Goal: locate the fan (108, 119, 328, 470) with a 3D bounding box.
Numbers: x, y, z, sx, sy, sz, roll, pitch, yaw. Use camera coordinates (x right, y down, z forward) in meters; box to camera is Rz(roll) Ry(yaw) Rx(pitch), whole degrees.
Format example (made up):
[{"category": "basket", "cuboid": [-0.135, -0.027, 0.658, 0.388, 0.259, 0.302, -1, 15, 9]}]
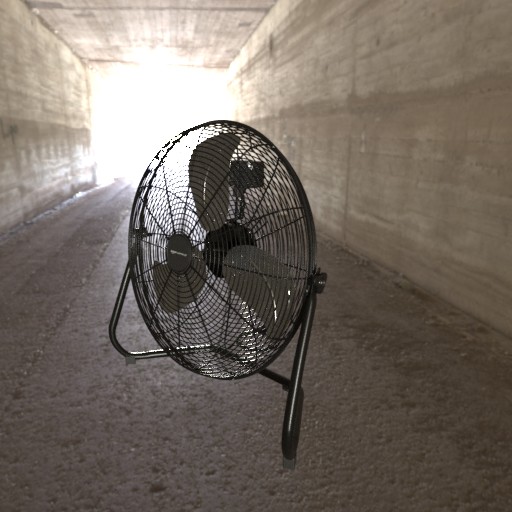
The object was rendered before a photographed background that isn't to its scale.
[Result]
[{"category": "fan", "cuboid": [0.000, 0.000, 1.035, 0.595, 0.605, 0.470, 14, 21, 42]}]
